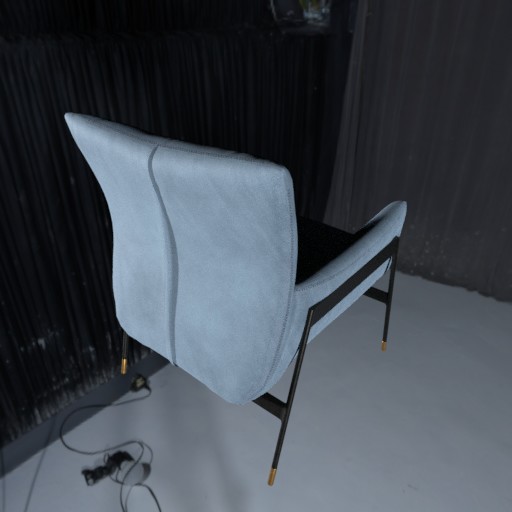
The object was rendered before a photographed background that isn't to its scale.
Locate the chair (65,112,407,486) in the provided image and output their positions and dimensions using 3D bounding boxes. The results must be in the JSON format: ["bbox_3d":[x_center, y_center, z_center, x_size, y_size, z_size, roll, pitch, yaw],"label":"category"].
[{"bbox_3d":[0.000,0.000,1.333,0.678,0.858,0.709,22,36,34],"label":"chair"}]
